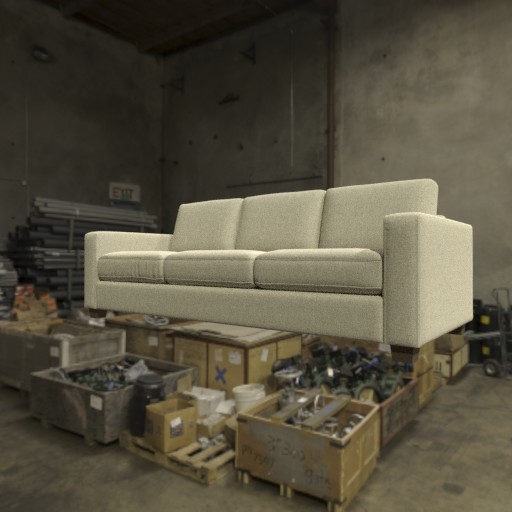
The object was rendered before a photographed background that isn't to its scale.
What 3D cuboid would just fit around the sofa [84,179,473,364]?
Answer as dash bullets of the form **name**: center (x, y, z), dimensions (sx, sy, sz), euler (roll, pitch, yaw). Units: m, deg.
- **sofa**: center (0.000, 0.000, 2.590), dimensions (2.160, 0.800, 0.900), euler (0, 0, 37)
